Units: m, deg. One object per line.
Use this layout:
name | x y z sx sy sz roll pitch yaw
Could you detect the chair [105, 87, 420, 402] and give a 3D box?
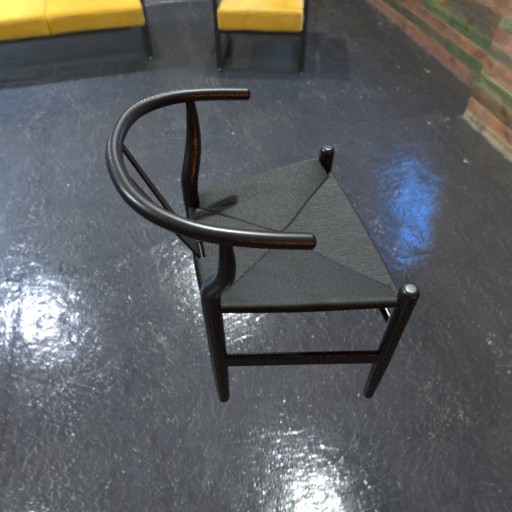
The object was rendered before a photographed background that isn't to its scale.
chair | 0.000 0.000 1.131 0.579 0.730 0.569 -9 48 -9
